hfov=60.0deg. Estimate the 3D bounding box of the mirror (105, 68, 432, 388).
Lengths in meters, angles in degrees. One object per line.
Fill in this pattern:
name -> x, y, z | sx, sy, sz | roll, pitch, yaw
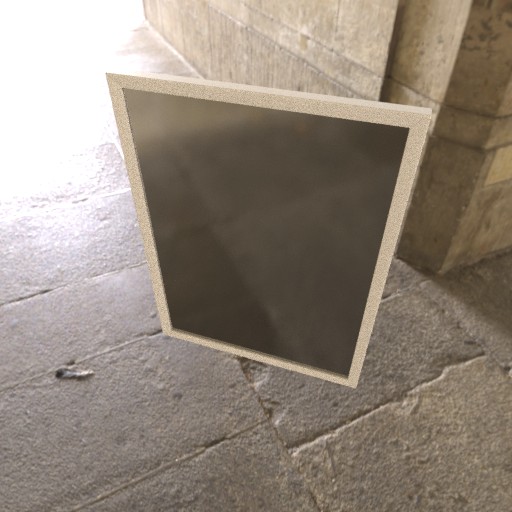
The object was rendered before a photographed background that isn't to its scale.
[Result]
mirror -> 0.000, 0.000, 1.341 | 0.762, 1.016, 0.040 | 13, 43, 14
